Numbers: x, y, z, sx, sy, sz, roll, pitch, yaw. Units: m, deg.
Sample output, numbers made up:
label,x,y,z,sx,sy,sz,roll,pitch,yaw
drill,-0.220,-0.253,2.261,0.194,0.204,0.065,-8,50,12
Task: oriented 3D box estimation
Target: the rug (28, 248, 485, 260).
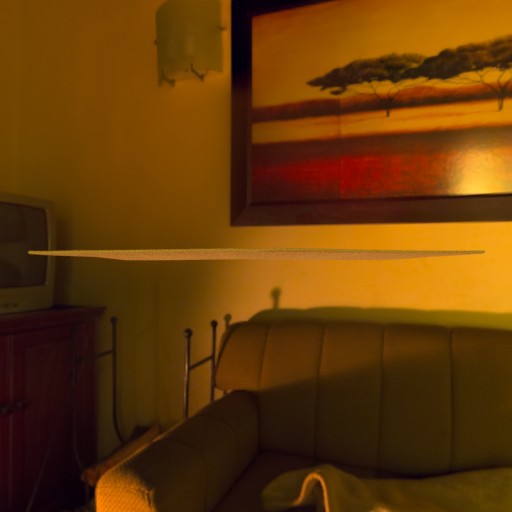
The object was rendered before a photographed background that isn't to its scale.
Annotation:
label,x,y,z,sx,sy,sz,roll,pitch,yaw
rug,0.000,0.000,4.287,3.202,0.045,2.434,0,-2,0
